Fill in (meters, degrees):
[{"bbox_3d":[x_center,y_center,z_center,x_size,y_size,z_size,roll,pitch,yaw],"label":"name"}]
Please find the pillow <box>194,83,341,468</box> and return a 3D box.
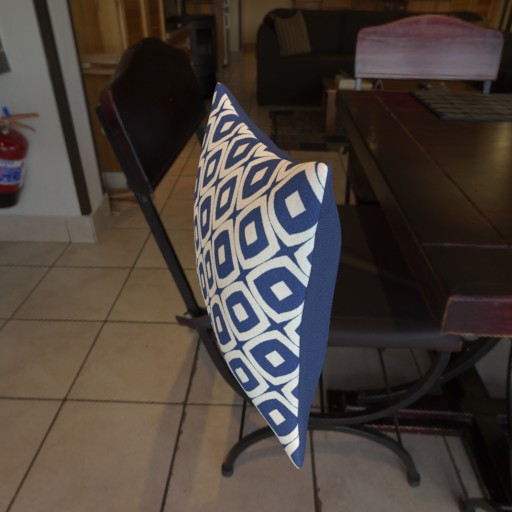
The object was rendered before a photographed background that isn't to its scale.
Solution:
[{"bbox_3d":[0.000,0.000,0.770,0.188,0.494,0.504,-9,32,-14],"label":"pillow"}]
